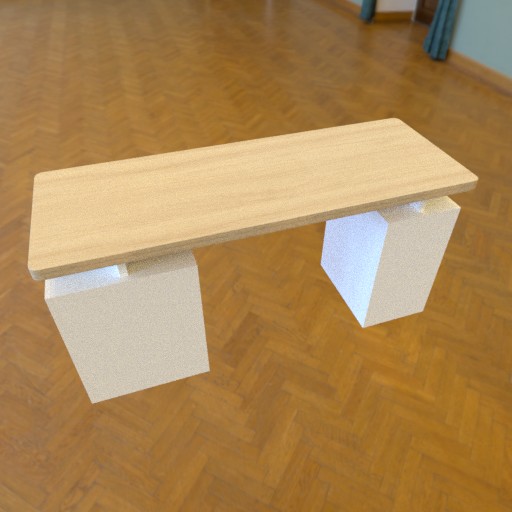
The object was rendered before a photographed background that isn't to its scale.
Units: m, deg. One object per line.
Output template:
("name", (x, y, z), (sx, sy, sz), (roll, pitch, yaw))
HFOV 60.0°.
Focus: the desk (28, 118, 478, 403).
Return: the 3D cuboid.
("desk", (0.000, 0.000, 1.831), (1.500, 0.755, 0.550), (-12, 43, -14))
